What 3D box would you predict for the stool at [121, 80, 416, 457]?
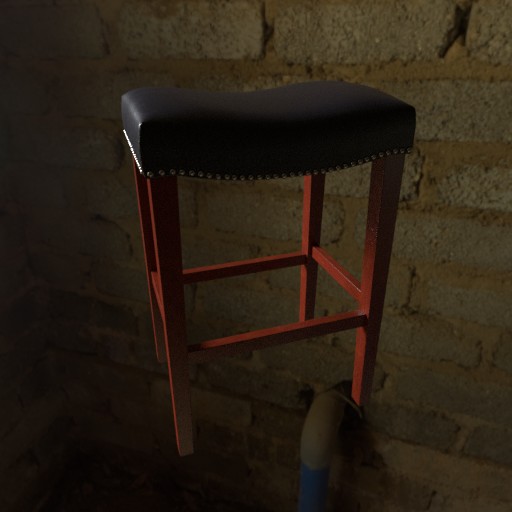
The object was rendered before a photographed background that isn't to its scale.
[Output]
[{"bbox_3d":[0.000,0.000,1.031,0.504,0.742,0.372,-9,28,-17],"label":"stool"}]
